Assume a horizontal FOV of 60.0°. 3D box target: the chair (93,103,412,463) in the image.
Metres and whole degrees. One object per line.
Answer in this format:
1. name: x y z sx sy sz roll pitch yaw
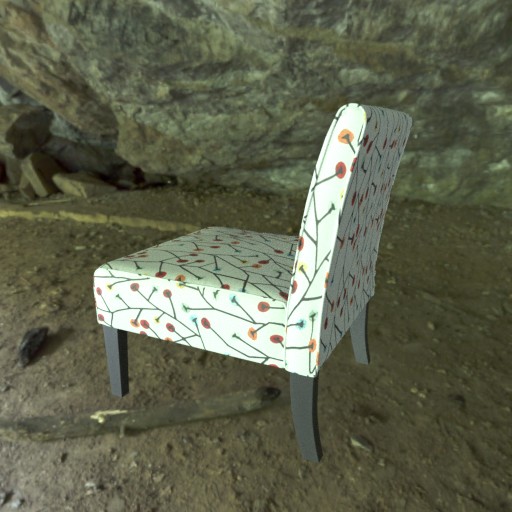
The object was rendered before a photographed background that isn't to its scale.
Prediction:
1. chair: 0.000 0.000 1.305 0.732 0.813 0.597 8 18 26
